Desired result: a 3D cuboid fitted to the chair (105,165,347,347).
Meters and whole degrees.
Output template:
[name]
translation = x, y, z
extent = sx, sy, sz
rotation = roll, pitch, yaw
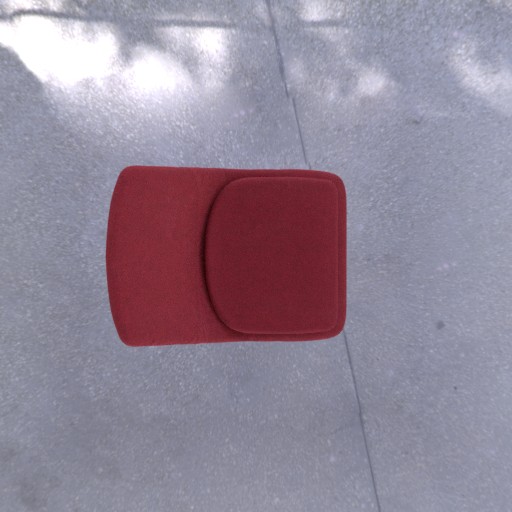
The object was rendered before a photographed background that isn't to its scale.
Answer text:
[chair]
translation = 0.000, 0.000, 1.170
extent = 0.518, 0.858, 0.479
rotation = 0, 90, -1
